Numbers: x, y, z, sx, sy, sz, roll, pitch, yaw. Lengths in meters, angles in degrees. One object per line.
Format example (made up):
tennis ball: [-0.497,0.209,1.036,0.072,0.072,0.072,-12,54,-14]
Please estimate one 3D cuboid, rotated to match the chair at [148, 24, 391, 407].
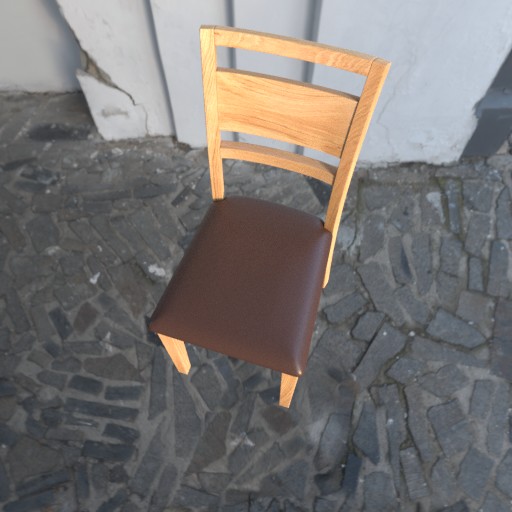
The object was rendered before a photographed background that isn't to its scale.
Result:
chair: [0.000,0.000,1.187,0.420,0.940,0.545,16,61,9]
